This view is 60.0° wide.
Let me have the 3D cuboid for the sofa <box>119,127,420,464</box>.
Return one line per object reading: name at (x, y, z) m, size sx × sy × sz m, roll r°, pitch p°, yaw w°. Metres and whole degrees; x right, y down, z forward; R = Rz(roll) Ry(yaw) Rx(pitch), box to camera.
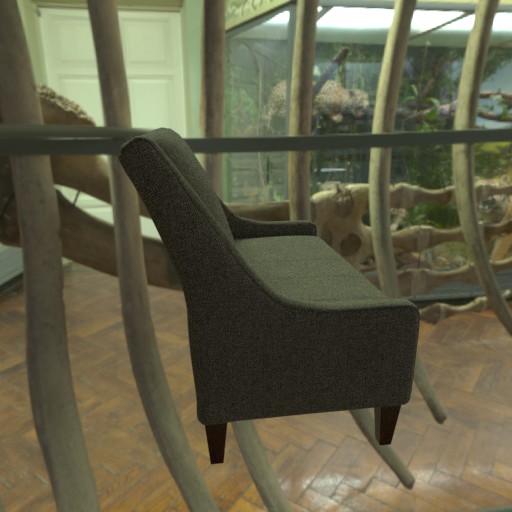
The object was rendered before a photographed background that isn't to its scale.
sofa at (0.000, 0.000, 1.854) m, size 0.870 × 1.021 × 1.242 m, roll -3°, pitch 17°, yaw -8°
